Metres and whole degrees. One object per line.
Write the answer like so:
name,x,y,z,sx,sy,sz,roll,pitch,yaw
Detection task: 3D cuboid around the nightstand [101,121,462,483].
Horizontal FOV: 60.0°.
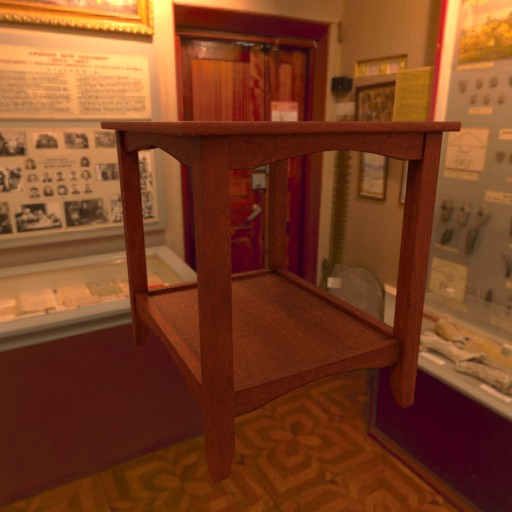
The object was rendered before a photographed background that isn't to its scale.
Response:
nightstand,0.000,0.000,0.961,0.501,0.558,0.558,-9,19,-27
